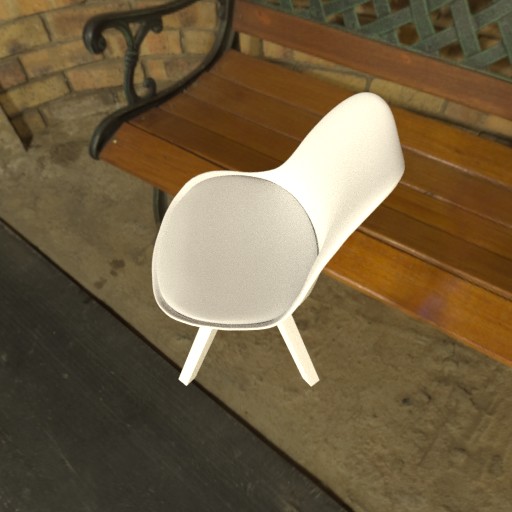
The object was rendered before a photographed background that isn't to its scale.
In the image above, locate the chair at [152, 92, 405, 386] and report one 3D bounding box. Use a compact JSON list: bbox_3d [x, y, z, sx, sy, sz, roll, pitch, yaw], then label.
[{"bbox_3d":[0.000,0.000,1.190,0.550,0.850,0.485,0,57,0],"label":"chair"}]
